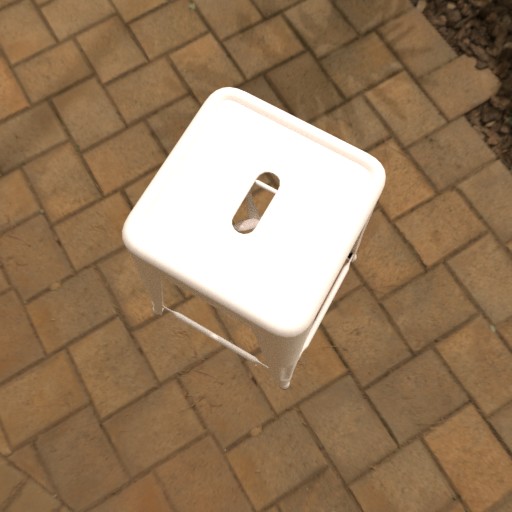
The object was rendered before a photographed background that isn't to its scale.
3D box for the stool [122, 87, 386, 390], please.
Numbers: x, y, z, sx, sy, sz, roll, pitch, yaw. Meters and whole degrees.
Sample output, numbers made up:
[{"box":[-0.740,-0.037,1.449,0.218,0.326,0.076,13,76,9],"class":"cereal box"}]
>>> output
[{"box":[0.000,0.000,0.885,0.406,0.610,0.406,29,78,7],"class":"stool"}]
